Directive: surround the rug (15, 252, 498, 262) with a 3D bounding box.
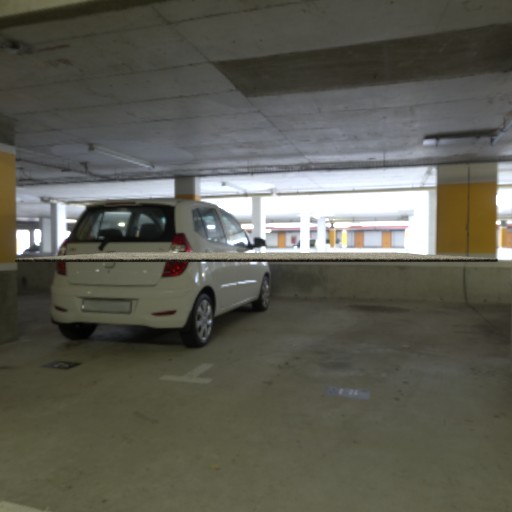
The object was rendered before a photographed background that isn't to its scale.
[{"bbox_3d":[0.000,0.000,2.852,2.298,0.017,1.501,0,2,-1],"label":"rug"}]
